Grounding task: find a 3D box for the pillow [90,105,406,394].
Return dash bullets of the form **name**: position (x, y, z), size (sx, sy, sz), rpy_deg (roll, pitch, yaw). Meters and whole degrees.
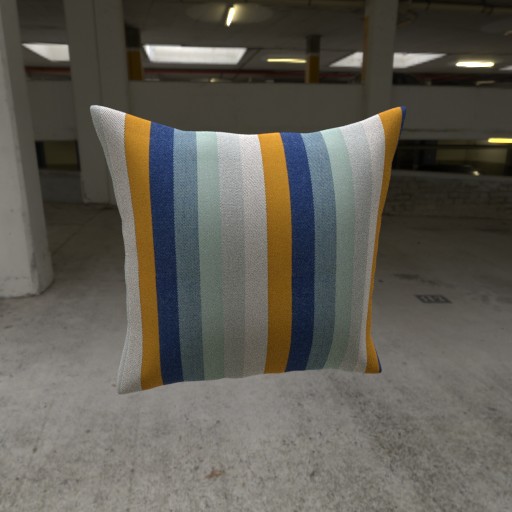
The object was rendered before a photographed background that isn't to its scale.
- **pillow**: position (0.000, 0.000, 0.705), size (0.463, 0.454, 0.173), rpy_deg (-2, 16, -8)
